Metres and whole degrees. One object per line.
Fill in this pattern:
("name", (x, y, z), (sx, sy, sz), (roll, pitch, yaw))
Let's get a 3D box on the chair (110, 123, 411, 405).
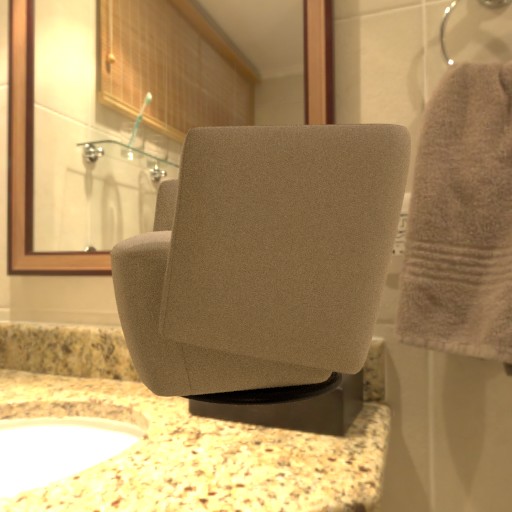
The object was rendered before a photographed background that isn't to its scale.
("chair", (0.000, 0.000, 1.579), (0.986, 0.861, 0.822), (0, -1, -17))
